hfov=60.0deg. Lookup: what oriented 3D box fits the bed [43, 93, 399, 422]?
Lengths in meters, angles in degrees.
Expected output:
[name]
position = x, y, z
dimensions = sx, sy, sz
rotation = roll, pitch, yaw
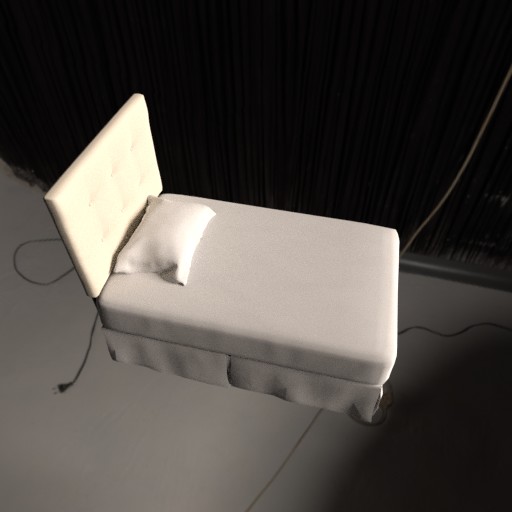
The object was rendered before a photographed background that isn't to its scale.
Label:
[bed]
position = 0.000, 0.000, 3.028
dimensions = 1.997, 1.571, 1.261
rotation = 10, 48, 9
